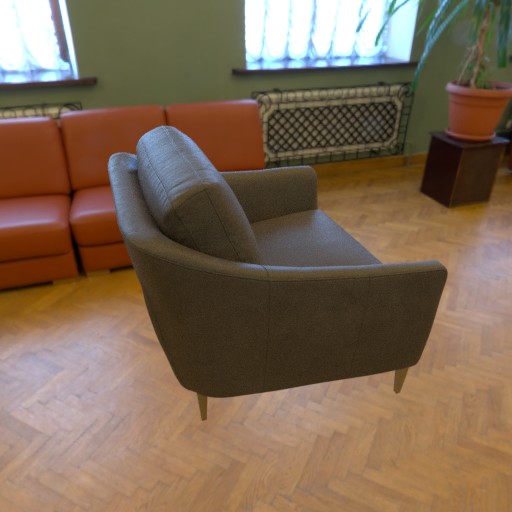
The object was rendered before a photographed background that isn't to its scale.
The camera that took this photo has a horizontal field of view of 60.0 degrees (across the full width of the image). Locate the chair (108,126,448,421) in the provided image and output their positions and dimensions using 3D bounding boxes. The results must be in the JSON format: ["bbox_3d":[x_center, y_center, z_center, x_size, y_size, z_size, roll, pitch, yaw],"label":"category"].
[{"bbox_3d":[0.000,0.000,1.699,0.961,0.901,0.988,-10,32,-17],"label":"chair"}]
